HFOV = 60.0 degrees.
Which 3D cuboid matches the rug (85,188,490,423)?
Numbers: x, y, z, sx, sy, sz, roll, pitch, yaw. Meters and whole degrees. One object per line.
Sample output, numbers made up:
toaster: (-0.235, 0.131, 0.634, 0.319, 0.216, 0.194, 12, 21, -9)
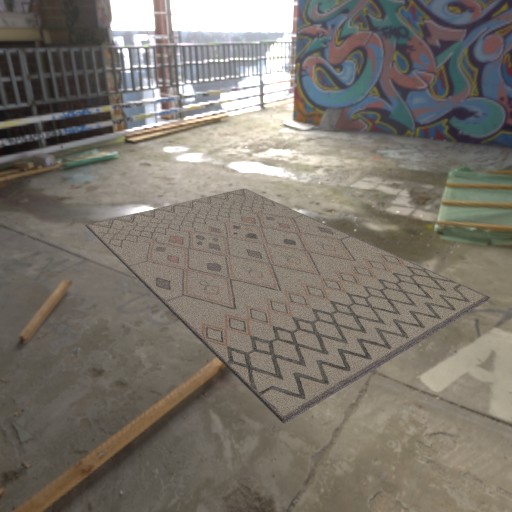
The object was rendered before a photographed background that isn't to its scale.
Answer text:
rug: (0.000, 0.000, 2.992, 1.524, 0.015, 2.438, -18, 32, -32)
